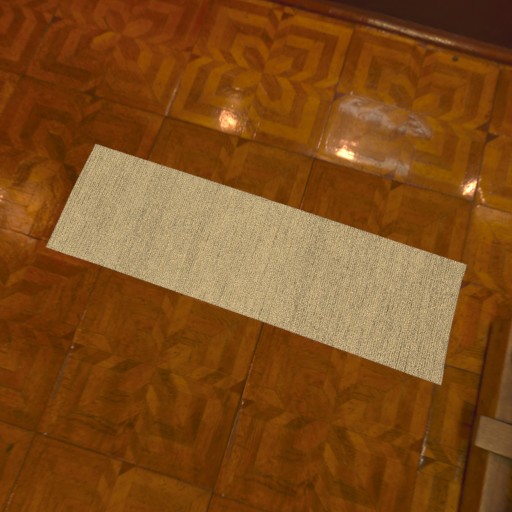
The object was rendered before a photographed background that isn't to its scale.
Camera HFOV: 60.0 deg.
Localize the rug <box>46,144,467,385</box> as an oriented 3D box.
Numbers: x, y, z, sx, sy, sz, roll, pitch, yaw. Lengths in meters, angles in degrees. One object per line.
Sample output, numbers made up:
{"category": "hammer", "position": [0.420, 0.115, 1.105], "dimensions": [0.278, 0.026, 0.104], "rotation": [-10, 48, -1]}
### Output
{"category": "rug", "position": [0.000, 0.000, 2.523], "dimensions": [2.320, 0.032, 0.692], "rotation": [19, 76, 5]}
